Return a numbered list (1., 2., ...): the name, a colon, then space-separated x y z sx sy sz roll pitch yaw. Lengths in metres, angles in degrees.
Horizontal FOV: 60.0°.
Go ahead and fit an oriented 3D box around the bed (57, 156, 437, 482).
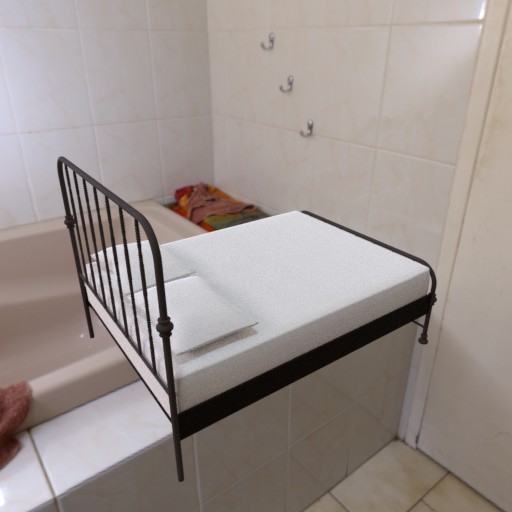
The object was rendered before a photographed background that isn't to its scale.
1. bed: 0.000 0.000 3.132 2.134 1.446 1.616 -17 30 -31
